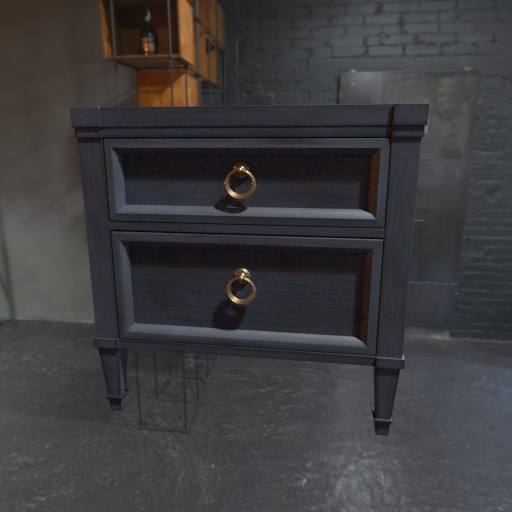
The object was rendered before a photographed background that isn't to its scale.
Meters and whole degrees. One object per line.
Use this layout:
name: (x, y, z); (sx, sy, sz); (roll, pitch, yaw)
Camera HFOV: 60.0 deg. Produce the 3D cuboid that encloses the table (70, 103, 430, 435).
table: (0.000, 0.000, 1.074); (0.660, 0.660, 0.413); (2, 14, 8)
